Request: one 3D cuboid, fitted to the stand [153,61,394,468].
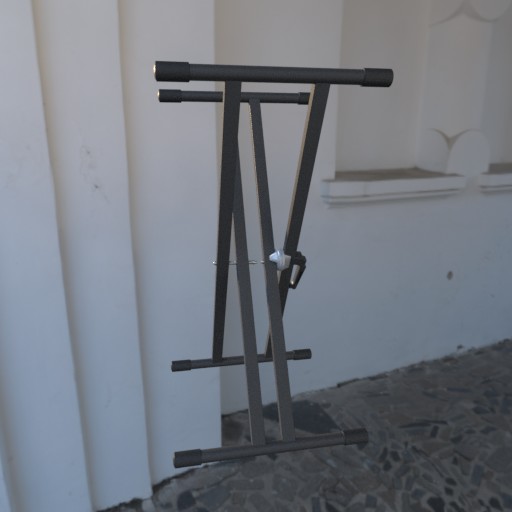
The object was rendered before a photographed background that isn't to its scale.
[{"bbox_3d":[0.000,0.000,1.214,0.495,0.900,0.503,-3,15,-11],"label":"stand"}]
